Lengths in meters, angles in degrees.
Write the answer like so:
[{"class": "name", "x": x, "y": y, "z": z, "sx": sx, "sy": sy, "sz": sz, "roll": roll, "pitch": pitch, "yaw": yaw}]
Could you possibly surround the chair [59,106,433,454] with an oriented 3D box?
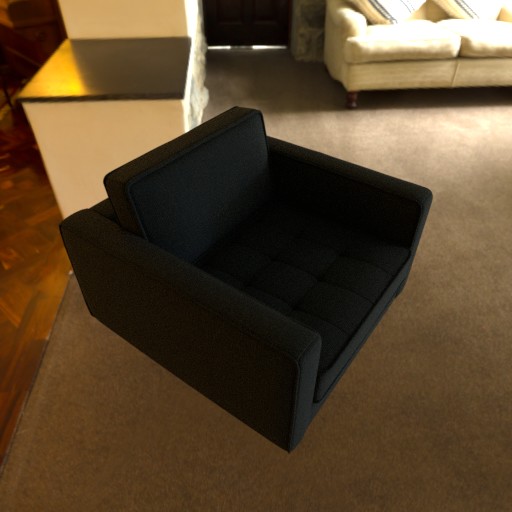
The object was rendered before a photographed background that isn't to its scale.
[{"class": "chair", "x": 0.000, "y": 0.000, "z": 1.580, "sx": 0.920, "sy": 0.770, "sz": 0.899, "roll": 26, "pitch": 47, "yaw": 26}]
